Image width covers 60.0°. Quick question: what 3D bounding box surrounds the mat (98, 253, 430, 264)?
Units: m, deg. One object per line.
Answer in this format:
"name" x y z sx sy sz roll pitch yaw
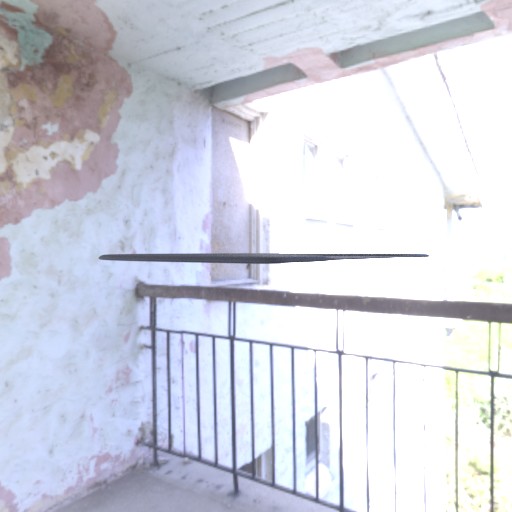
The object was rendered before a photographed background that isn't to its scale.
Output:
"mat" 0.000 0.000 1.589 0.917 0.016 1.220 0 1 35
